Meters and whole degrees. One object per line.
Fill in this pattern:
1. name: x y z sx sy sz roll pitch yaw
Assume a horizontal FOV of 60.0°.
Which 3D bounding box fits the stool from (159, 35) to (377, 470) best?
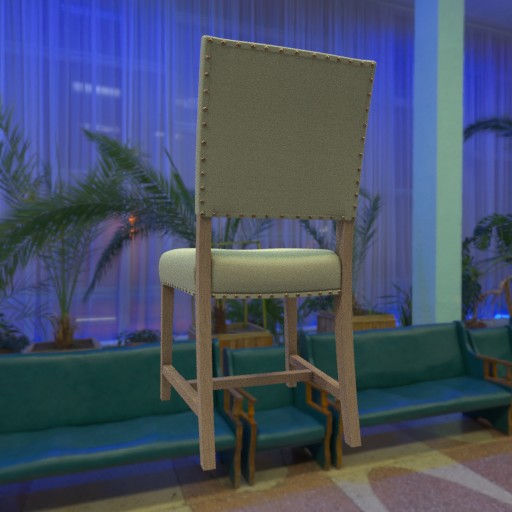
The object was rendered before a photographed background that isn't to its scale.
1. stool: 0.000 0.000 1.315 0.508 0.986 0.623 0 1 -18
